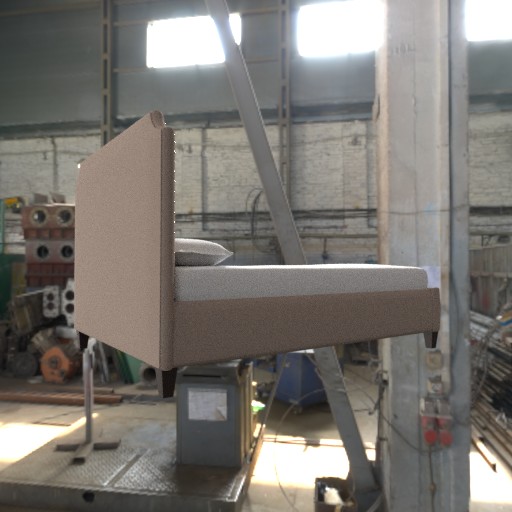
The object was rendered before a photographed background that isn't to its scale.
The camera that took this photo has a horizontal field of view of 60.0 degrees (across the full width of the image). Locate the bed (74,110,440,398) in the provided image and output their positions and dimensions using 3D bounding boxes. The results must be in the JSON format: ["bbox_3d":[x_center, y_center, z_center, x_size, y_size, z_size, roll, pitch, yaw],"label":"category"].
[{"bbox_3d":[0.000,0.000,3.481,2.372,1.443,1.713,1,-2,-35],"label":"bed"}]
